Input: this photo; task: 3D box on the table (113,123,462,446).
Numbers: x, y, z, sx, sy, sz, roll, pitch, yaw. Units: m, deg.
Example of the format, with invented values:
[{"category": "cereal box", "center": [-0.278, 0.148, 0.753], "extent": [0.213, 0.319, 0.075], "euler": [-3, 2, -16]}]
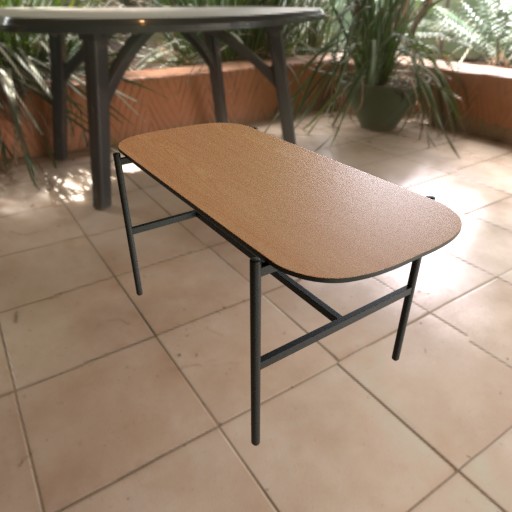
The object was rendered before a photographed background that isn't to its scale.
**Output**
[{"category": "table", "center": [0.000, 0.000, 1.007], "extent": [0.400, 0.400, 0.800], "euler": [-19, 36, -29]}]
